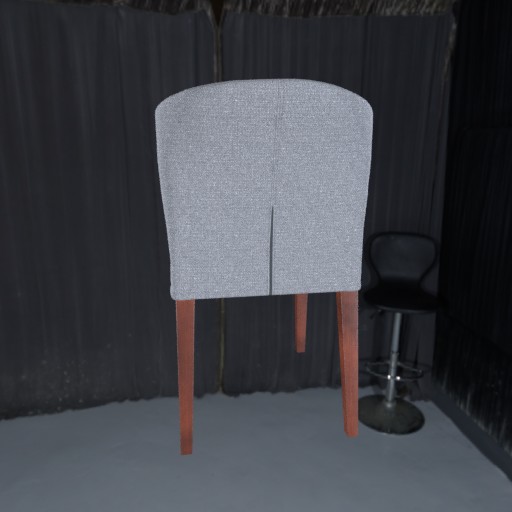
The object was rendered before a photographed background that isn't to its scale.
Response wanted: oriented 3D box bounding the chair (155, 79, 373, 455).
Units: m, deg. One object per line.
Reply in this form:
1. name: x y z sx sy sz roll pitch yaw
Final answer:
1. chair: 0.000 0.000 1.222 0.491 0.839 0.589 -2 14 -9
